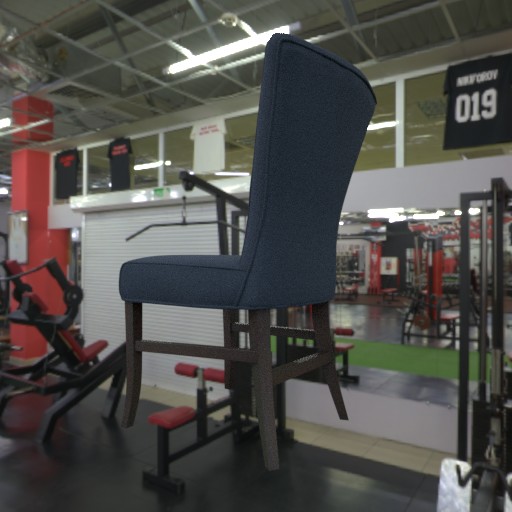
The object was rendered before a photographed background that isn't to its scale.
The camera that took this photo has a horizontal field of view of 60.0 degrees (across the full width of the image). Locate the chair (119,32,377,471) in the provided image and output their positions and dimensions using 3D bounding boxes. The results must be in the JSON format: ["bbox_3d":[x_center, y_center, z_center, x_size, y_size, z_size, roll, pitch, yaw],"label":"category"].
[{"bbox_3d":[0.000,0.000,1.305,0.660,0.991,0.520,0,0,36],"label":"chair"}]
